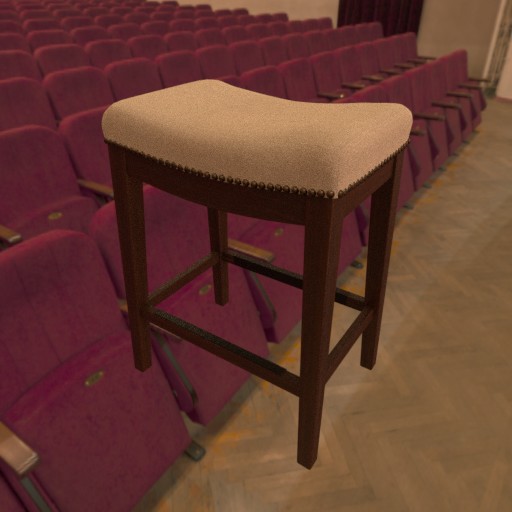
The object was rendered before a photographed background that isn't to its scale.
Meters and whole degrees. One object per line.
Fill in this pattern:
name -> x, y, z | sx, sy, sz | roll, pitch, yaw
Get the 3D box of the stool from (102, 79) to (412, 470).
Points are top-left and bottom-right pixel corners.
stool -> 0.000, 0.000, 0.977 | 0.509, 0.669, 0.363 | 19, 36, 29
